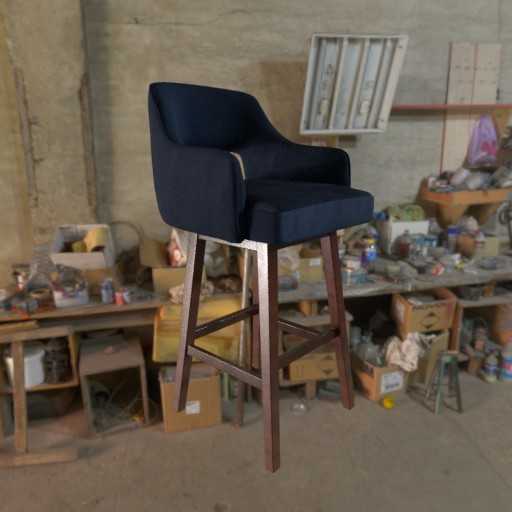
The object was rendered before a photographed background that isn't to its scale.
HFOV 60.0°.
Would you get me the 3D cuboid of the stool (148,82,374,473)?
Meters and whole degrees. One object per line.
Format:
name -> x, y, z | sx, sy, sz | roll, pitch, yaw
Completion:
stool -> 0.000, 0.000, 1.377 | 0.560, 1.041, 0.550 | 13, 19, 41
